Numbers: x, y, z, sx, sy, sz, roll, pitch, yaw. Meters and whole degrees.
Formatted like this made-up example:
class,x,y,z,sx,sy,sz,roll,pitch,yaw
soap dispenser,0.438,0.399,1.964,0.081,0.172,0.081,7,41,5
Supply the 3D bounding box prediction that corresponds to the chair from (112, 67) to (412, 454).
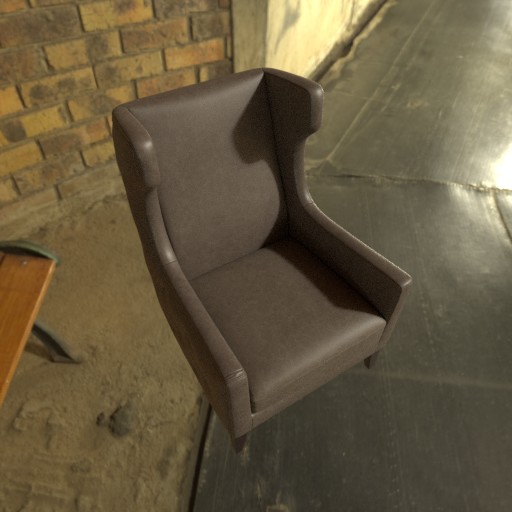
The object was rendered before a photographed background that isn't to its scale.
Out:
class,x,y,z,sx,sy,sz,roll,pitch,yaw
chair,0.000,0.000,1.681,0.769,1.079,0.899,-24,50,-22
